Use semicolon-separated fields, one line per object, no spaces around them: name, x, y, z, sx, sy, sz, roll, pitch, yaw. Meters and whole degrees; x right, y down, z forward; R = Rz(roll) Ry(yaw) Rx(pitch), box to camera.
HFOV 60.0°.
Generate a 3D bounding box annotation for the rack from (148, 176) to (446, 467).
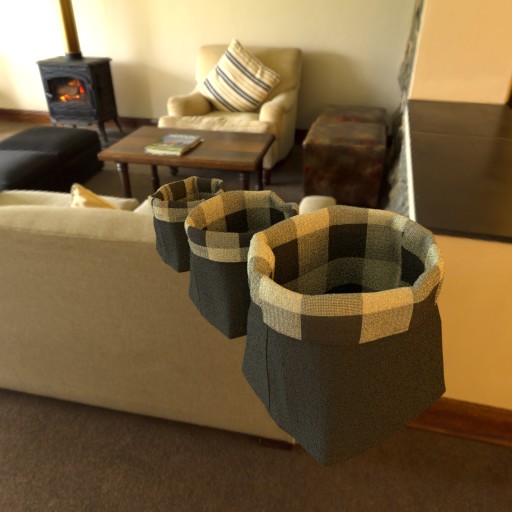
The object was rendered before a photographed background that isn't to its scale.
rack;0.000;0.000;1.034;0.370;0.329;0.889;-19;36;-29
